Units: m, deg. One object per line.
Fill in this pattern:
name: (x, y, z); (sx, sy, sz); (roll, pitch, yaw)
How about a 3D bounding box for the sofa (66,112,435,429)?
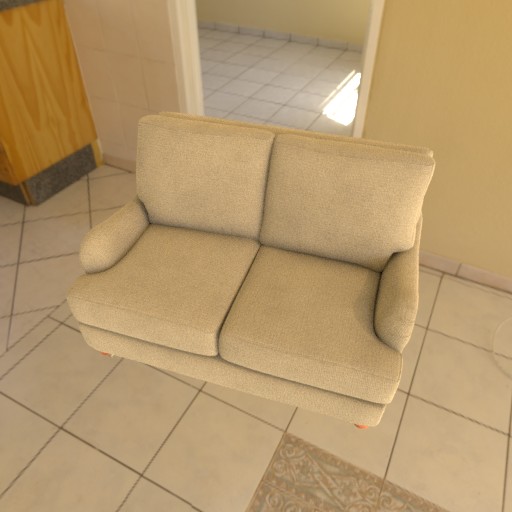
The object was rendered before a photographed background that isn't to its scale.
sofa: (0.000, 0.000, 2.148); (1.480, 0.999, 1.087); (12, 43, 13)
